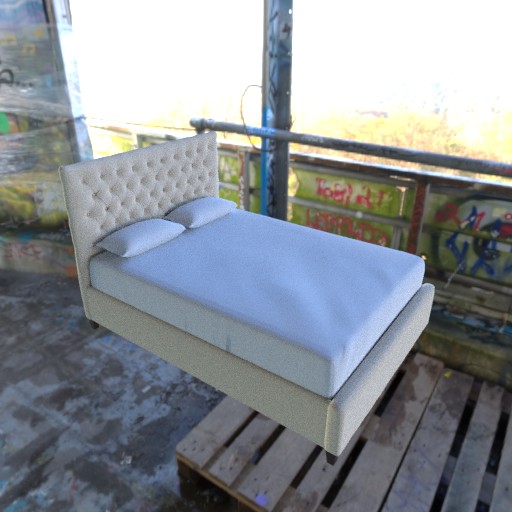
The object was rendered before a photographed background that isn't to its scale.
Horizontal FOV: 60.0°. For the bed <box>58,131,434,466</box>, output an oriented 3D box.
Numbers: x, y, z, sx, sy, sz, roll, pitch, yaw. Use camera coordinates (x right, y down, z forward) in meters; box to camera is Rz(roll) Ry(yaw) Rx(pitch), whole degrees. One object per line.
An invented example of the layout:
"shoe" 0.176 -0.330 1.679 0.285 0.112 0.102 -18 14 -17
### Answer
"bed" 0.000 0.000 3.489 2.387 1.427 1.698 18 32 32
